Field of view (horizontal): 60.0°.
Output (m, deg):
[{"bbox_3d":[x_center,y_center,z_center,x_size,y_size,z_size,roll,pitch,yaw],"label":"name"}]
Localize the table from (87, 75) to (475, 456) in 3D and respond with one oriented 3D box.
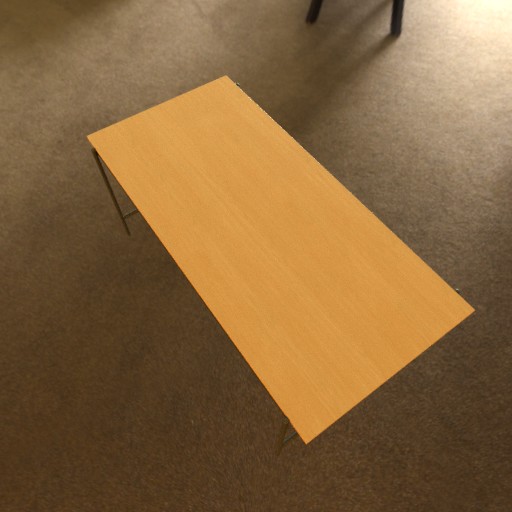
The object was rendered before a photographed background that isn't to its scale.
[{"bbox_3d":[0.000,0.000,2.335,0.900,0.758,1.800,-31,63,-18],"label":"table"}]
